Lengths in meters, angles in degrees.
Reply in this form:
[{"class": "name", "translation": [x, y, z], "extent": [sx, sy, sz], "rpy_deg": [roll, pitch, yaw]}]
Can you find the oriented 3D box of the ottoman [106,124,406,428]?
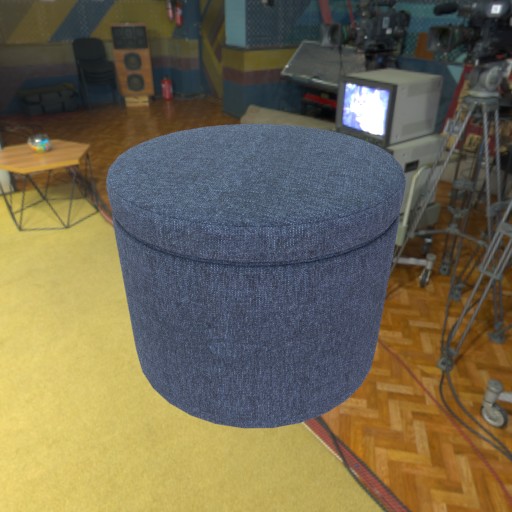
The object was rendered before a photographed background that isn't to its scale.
[{"class": "ottoman", "translation": [0.000, 0.000, 0.859], "extent": [0.500, 0.419, 0.500], "rpy_deg": [0, 30, 0]}]
